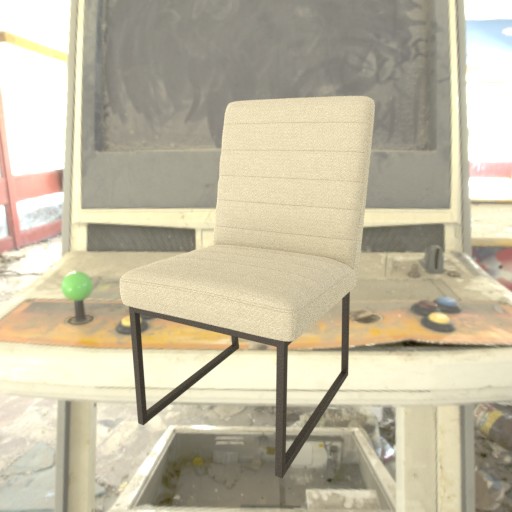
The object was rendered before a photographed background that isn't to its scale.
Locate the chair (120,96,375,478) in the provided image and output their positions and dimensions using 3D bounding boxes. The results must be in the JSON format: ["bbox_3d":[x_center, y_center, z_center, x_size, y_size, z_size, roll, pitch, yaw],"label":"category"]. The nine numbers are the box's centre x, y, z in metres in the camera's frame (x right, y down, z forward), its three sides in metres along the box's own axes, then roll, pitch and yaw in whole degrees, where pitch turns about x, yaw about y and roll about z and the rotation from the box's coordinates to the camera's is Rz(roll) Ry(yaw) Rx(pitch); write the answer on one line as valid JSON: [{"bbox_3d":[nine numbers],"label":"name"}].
[{"bbox_3d":[0.000,0.000,1.325,0.520,0.930,0.634,8,17,27],"label":"chair"}]
